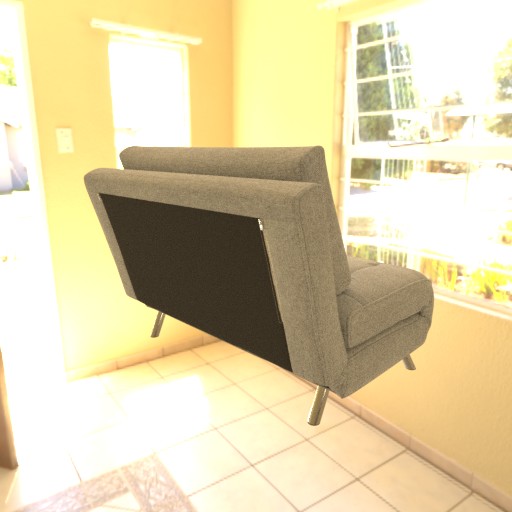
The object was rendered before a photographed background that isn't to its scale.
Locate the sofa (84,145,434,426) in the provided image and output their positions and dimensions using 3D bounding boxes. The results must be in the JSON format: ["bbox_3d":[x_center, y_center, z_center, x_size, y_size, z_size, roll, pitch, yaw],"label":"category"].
[{"bbox_3d":[0.000,0.000,1.880,0.910,0.910,1.220,-13,19,-43],"label":"sofa"}]
